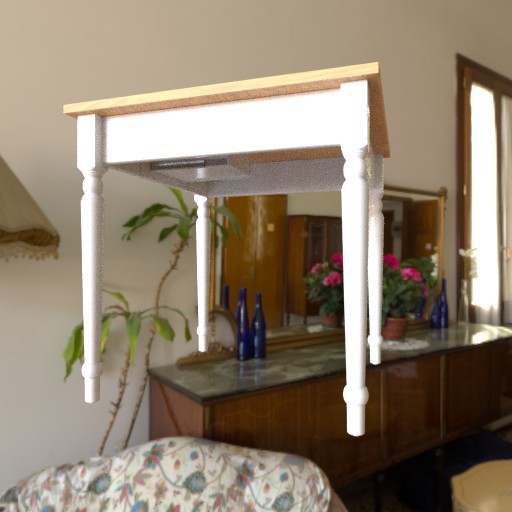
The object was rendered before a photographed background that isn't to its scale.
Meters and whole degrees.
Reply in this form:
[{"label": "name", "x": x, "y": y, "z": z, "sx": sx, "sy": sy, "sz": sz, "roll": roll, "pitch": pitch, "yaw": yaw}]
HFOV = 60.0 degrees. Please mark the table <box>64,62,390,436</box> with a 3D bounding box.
[{"label": "table", "x": 0.000, "y": 0.000, "z": 1.320, "sx": 0.747, "sy": 0.738, "sz": 0.747, "roll": 0, "pitch": -1, "yaw": 19}]
